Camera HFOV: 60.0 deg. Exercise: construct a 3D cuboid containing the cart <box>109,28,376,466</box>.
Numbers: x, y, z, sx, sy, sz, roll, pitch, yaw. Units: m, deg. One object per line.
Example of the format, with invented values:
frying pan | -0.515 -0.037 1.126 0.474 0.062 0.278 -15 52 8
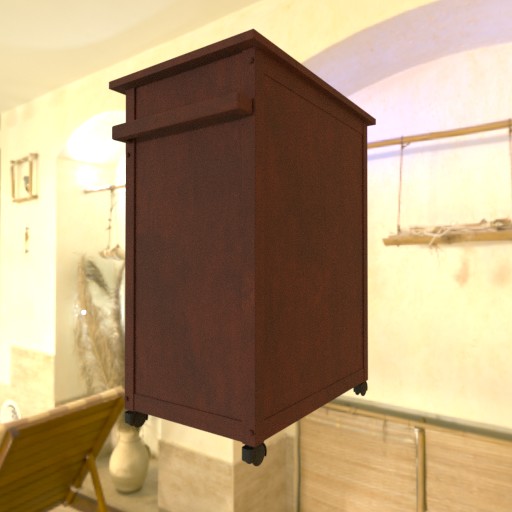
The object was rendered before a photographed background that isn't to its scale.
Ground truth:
cart | 0.000 0.000 1.236 0.442 0.864 0.683 0 -1 35
